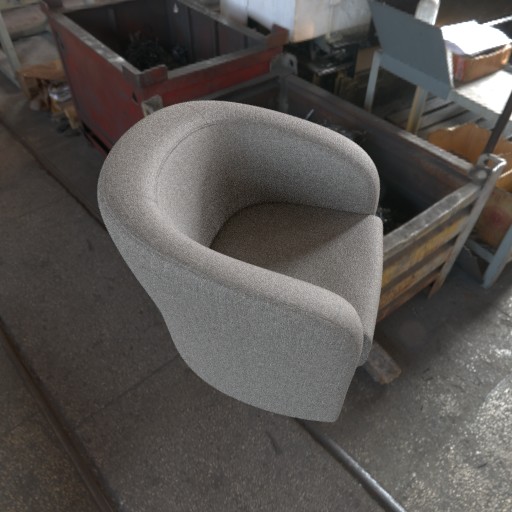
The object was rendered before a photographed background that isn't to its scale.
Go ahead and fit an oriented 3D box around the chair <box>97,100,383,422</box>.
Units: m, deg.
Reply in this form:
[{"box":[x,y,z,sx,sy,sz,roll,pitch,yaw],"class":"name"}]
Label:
[{"box":[0.000,0.000,1.454,0.815,0.771,0.791,11,47,10],"class":"chair"}]
